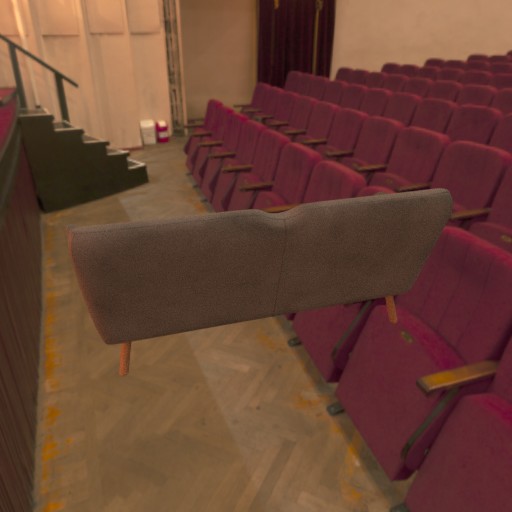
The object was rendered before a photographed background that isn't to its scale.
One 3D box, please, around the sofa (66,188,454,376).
[{"bbox_3d":[0.000,0.000,2.339,1.870,0.810,0.850,-8,28,-15],"label":"sofa"}]
